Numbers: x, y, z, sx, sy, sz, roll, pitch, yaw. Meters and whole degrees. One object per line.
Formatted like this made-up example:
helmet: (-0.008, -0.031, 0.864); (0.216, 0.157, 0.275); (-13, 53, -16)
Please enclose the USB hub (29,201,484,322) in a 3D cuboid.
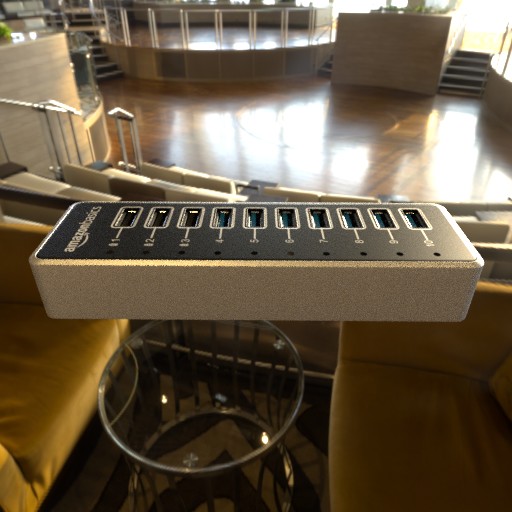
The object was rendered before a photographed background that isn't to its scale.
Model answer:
USB hub: (0.000, 0.000, 0.162); (0.145, 0.023, 0.044); (0, 33, 1)
